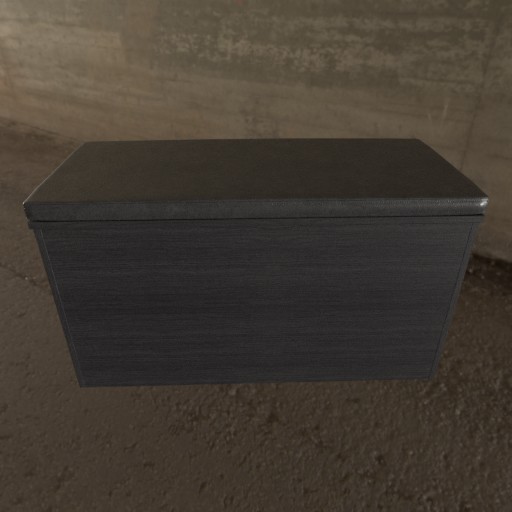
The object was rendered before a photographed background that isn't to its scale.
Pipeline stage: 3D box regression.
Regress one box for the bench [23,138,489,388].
[{"bbox_3d":[0.000,0.000,1.148,0.905,0.501,0.401,-1,31,-2],"label":"bench"}]
